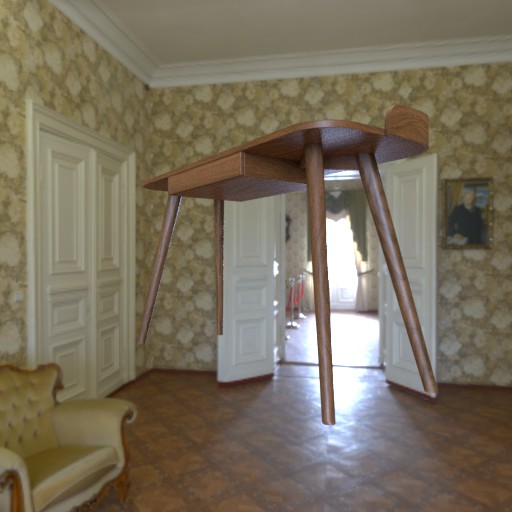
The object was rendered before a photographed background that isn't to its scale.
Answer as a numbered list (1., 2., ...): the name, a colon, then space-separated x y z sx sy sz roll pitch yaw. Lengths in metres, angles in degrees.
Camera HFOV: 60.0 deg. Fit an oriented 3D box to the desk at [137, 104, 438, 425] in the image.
1. desk: 0.000 0.000 1.674 0.486 0.800 1.256 0 0 -36
